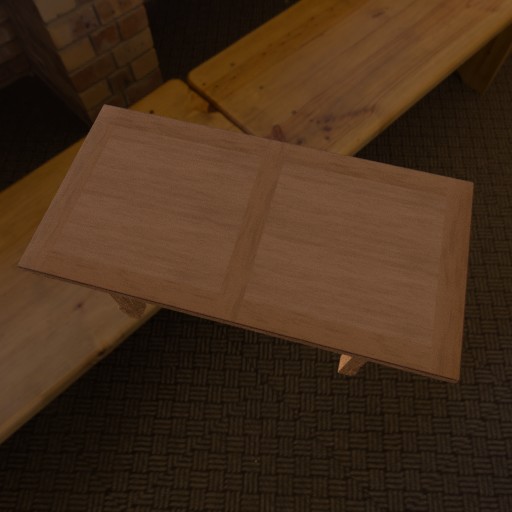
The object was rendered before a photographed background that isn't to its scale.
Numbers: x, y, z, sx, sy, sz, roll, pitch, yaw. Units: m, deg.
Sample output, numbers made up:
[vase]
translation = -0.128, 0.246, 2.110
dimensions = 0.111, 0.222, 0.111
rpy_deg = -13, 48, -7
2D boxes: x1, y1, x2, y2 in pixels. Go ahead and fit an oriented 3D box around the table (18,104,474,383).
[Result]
[table]
translation = 0.000, 0.000, 2.451
dimensions = 1.982, 0.762, 1.000
rpy_deg = 14, 66, 6
